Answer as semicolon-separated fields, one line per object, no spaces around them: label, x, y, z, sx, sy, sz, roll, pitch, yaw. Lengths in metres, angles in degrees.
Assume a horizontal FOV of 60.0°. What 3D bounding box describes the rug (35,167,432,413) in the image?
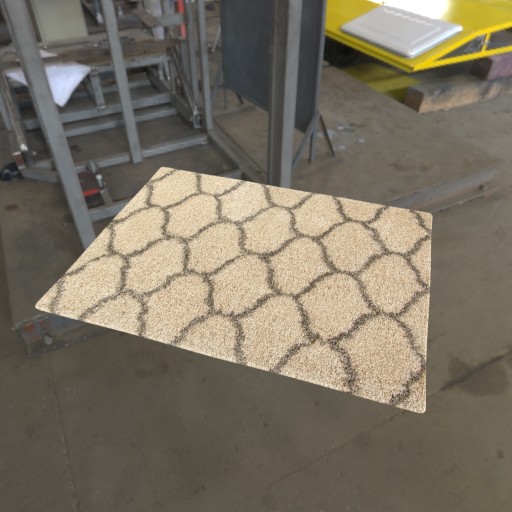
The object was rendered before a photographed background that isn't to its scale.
rug;0.000;0.000;2.129;1.600;0.025;1.200;12;43;13
